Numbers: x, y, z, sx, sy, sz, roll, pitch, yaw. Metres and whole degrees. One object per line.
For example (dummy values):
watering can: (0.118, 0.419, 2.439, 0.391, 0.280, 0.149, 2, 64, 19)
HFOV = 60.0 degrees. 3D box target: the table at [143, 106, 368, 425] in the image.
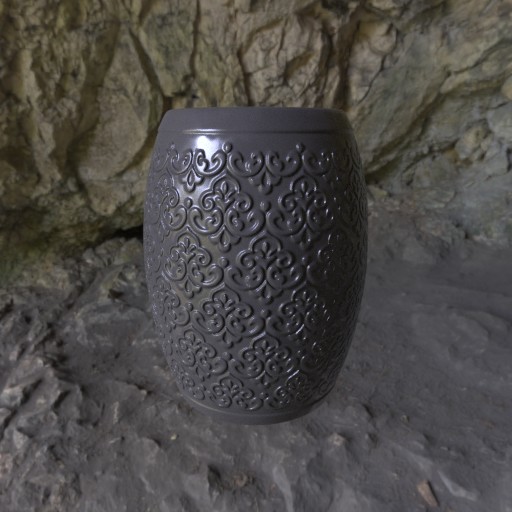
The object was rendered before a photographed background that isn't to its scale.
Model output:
table: (0.000, 0.000, 0.634, 0.309, 0.397, 0.309, 0, 16, 0)
